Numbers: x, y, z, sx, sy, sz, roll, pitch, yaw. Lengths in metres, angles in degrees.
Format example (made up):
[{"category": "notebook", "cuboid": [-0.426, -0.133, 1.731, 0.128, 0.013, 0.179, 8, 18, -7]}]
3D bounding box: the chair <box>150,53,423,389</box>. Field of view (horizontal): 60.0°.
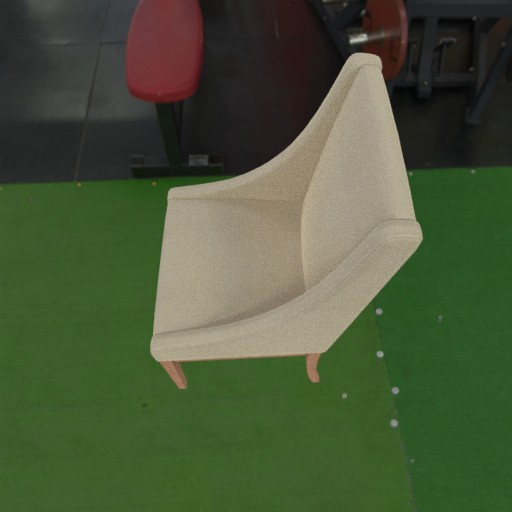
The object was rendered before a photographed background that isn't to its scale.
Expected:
[{"category": "chair", "cuboid": [0.000, 0.000, 1.356, 0.611, 1.021, 0.575, 0, 60, 0]}]
